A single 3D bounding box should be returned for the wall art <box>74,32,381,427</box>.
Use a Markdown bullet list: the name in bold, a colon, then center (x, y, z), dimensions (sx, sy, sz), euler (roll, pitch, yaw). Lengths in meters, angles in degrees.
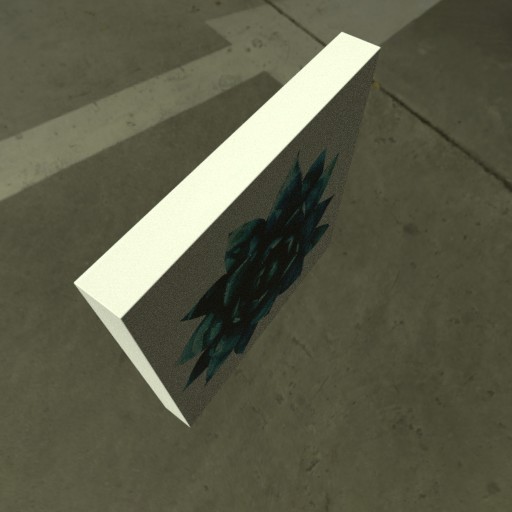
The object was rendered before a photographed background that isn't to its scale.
- **wall art**: center (0.000, 0.000, 0.443), dimensions (0.038, 0.305, 0.305), euler (32, 63, 18)
